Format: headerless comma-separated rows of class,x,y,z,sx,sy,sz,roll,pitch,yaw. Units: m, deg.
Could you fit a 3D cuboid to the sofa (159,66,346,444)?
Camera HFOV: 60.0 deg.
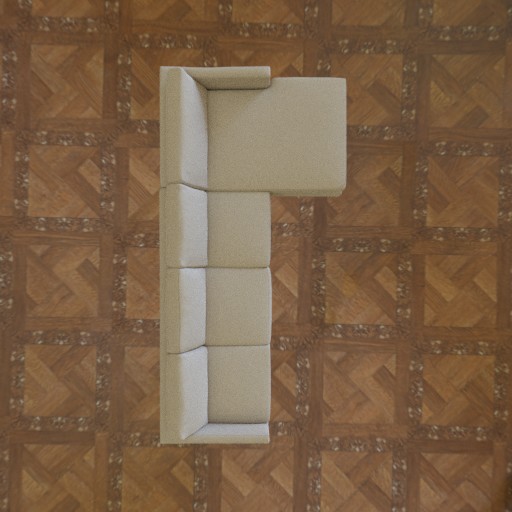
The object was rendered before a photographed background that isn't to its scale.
sofa,0.000,0.000,3.951,1.625,0.861,3.186,0,91,0
